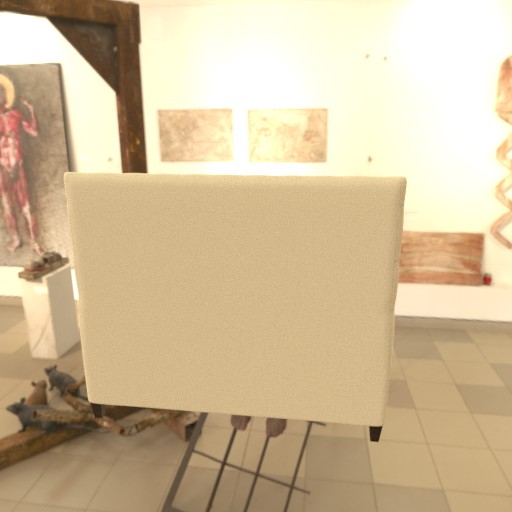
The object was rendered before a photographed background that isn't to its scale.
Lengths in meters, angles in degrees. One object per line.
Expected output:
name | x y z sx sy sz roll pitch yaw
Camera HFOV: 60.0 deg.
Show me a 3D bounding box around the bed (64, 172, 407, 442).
bed | 0.000 0.000 3.352 1.696 1.426 2.233 2 16 7
